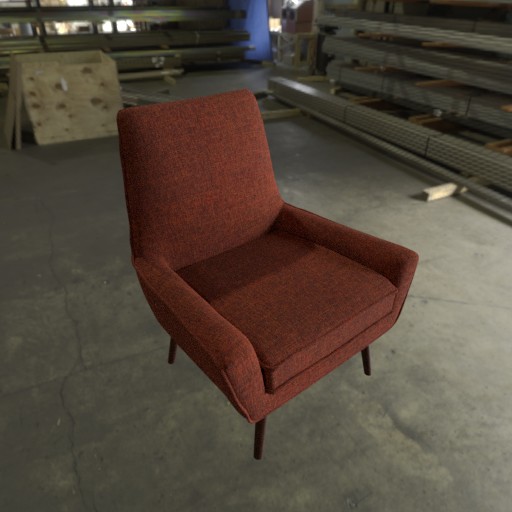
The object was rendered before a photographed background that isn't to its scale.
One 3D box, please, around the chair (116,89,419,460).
[{"bbox_3d":[0.000,0.000,1.478,0.803,0.911,0.784,-23,38,-33],"label":"chair"}]
